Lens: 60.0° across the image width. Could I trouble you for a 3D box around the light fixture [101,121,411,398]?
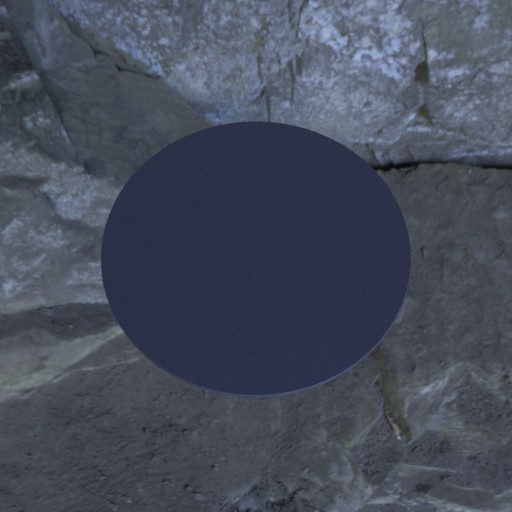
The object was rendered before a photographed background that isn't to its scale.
[{"bbox_3d":[0.000,0.000,0.573,0.368,0.100,0.368,0,63,0],"label":"light fixture"}]
